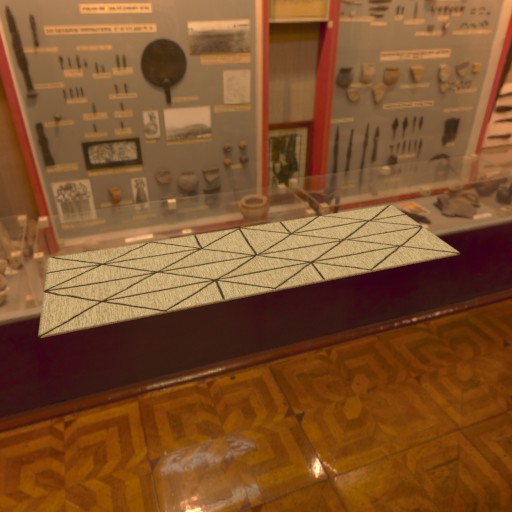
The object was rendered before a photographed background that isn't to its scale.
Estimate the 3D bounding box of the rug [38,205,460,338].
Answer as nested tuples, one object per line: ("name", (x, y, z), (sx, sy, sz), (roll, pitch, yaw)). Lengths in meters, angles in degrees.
("rug", (0.000, 0.000, 2.744), (2.438, 0.012, 0.762), (-10, 33, -16))
